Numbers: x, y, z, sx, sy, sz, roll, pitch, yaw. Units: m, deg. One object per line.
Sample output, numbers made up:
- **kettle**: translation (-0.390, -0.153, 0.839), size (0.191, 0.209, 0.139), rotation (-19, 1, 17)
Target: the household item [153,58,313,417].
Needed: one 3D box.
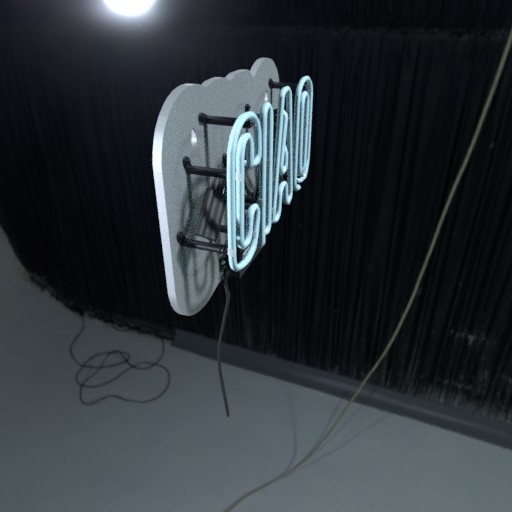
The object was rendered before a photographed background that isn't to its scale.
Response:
- **household item**: translation (0.000, 0.000, 0.377), size (0.042, 0.294, 0.211), rotation (11, 32, 17)
